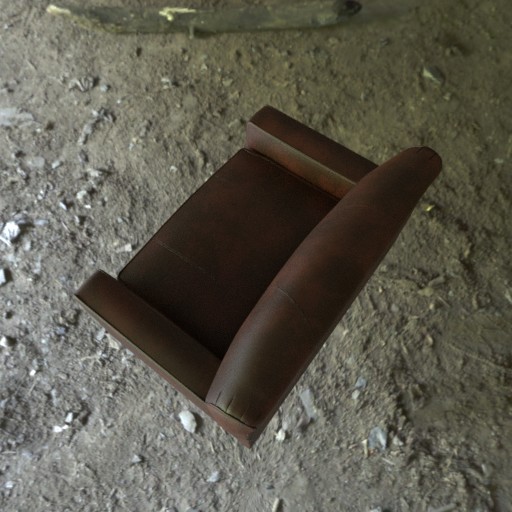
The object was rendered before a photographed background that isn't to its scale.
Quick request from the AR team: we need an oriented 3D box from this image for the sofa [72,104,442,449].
[{"bbox_3d":[0.000,0.000,2.121,1.000,0.956,1.413,34,68,16],"label":"sofa"}]
